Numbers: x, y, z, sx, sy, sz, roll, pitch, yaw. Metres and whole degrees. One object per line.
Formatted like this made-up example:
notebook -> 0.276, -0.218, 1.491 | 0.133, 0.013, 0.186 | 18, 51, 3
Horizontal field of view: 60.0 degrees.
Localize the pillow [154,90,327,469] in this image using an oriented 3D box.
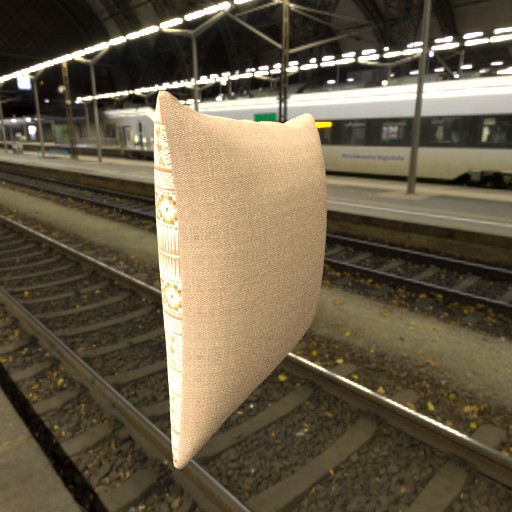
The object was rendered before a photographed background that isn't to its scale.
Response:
pillow -> 0.000, 0.000, 0.797 | 0.215, 0.519, 0.521 | 7, 17, 25
